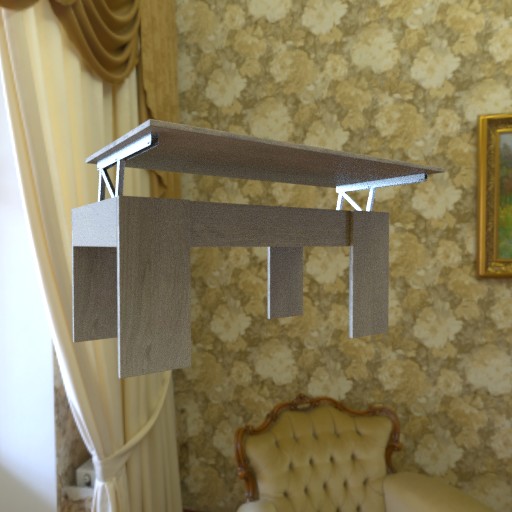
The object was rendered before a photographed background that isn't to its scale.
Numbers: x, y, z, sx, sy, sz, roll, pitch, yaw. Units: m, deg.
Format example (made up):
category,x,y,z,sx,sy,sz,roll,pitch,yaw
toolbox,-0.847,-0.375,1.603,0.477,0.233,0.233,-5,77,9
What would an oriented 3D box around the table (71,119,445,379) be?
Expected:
category,x,y,z,sx,sy,sz,roll,pitch,yaw
table,0.000,0.000,1.453,1.000,0.570,0.711,-1,2,-35
